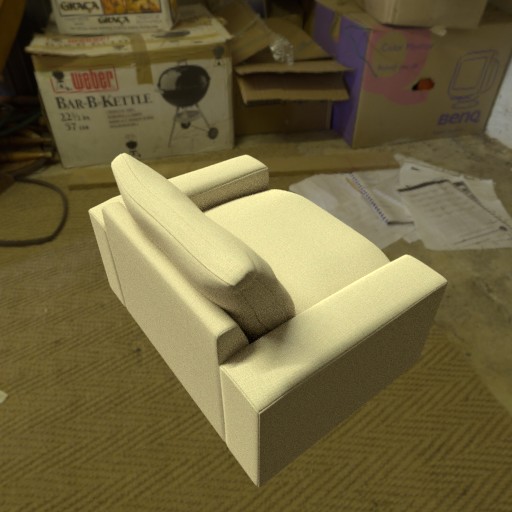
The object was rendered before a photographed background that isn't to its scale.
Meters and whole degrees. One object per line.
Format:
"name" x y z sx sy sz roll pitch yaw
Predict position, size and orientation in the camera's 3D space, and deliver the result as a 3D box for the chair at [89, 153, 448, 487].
"chair" 0.000 0.000 2.071 1.039 0.915 1.398 -26 46 -28
